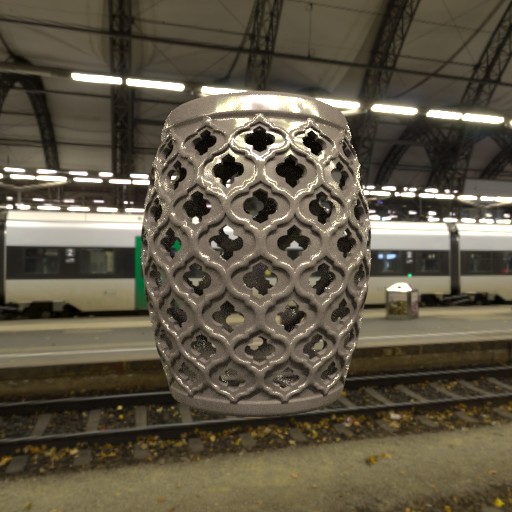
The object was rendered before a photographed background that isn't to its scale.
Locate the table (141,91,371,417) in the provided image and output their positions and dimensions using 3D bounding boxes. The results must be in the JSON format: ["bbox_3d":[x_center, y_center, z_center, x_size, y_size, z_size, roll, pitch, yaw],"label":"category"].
[{"bbox_3d":[0.000,0.000,0.646,0.325,0.388,0.325,0,-1,0],"label":"table"}]
